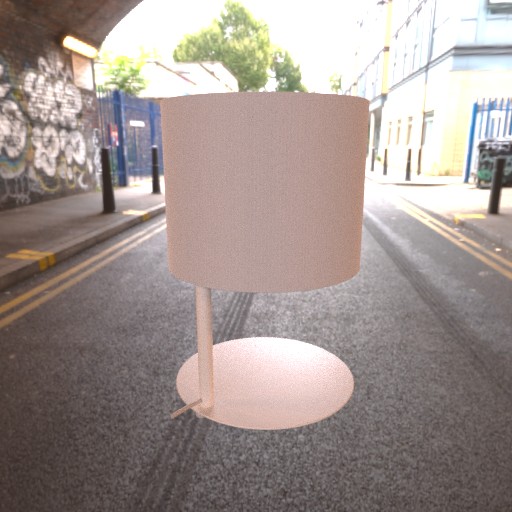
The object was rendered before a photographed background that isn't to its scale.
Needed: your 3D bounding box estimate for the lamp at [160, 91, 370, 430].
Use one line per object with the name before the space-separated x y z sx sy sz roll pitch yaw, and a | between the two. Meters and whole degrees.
lamp | 0.000 0.000 0.691 0.341 0.454 0.299 -14 20 -43
